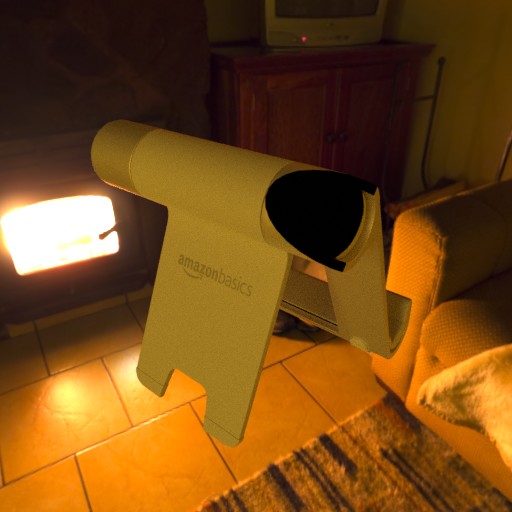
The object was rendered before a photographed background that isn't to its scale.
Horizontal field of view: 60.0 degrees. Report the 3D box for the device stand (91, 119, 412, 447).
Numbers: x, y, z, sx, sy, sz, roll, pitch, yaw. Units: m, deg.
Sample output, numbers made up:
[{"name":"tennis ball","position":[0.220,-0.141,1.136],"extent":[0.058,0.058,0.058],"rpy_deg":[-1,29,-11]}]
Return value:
[{"name":"device stand","position":[0.000,0.000,0.149],"extent":[0.086,0.084,0.079],"rpy_deg":[22,37,33]}]
